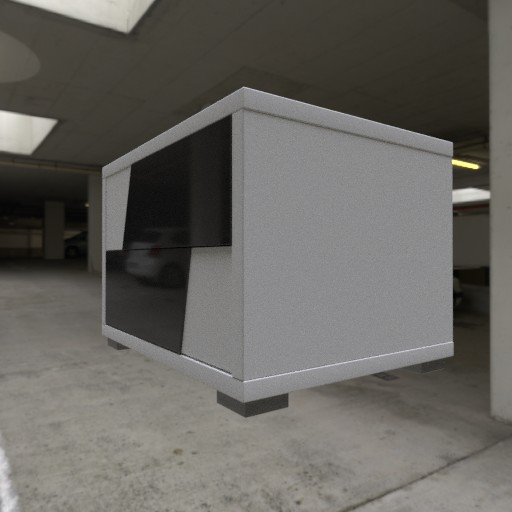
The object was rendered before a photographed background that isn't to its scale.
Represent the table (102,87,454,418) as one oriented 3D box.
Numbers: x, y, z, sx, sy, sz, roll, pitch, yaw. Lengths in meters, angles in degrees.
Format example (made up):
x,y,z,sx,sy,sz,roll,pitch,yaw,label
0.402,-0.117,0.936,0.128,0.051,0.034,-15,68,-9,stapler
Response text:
x,y,z,sx,sy,sz,roll,pitch,yaw,label
0.000,0.000,0.796,0.399,0.357,0.517,0,0,-35,table
